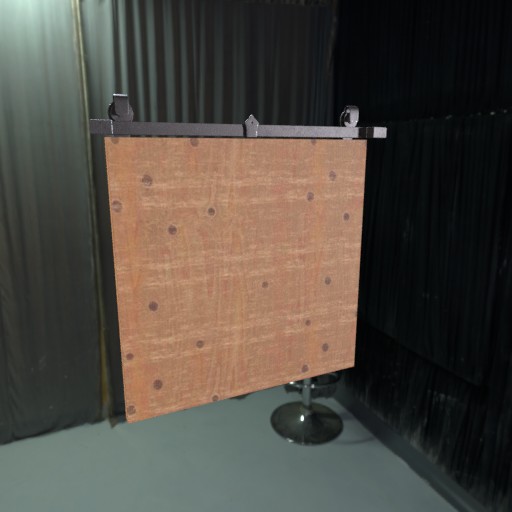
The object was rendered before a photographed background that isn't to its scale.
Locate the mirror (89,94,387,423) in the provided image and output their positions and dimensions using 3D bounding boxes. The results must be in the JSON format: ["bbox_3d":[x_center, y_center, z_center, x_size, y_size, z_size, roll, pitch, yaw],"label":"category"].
[{"bbox_3d":[0.000,0.000,1.206,0.805,0.800,0.054,-6,15,-25],"label":"mirror"}]
